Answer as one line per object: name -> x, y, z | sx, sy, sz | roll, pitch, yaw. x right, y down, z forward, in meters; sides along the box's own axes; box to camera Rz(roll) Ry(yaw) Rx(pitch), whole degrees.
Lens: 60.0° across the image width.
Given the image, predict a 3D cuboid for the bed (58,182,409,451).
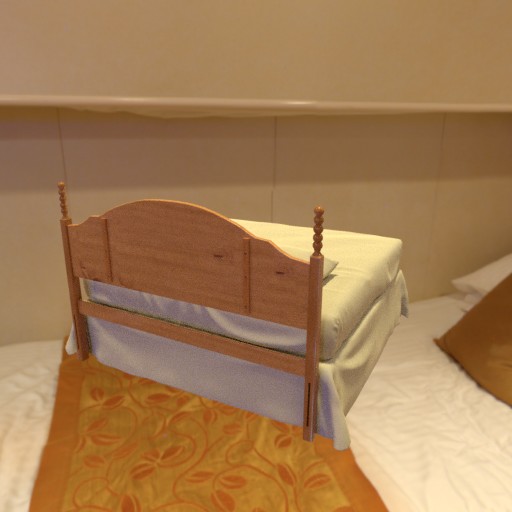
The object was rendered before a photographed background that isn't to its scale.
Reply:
bed -> 0.000, 0.000, 3.685 | 2.322, 1.355, 2.219 | 9, 19, 27
